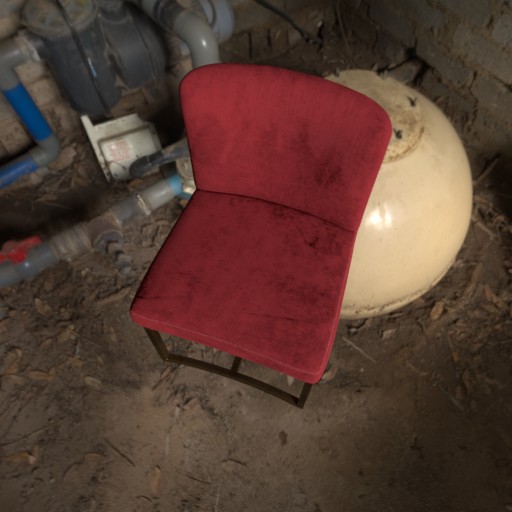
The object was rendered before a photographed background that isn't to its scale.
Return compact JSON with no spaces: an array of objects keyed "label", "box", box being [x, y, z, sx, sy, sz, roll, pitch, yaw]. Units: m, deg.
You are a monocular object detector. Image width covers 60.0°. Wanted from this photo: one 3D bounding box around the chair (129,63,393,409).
[{"label":"chair","box":[0.000,0.000,1.233,0.530,0.824,0.560,17,60,10]}]
